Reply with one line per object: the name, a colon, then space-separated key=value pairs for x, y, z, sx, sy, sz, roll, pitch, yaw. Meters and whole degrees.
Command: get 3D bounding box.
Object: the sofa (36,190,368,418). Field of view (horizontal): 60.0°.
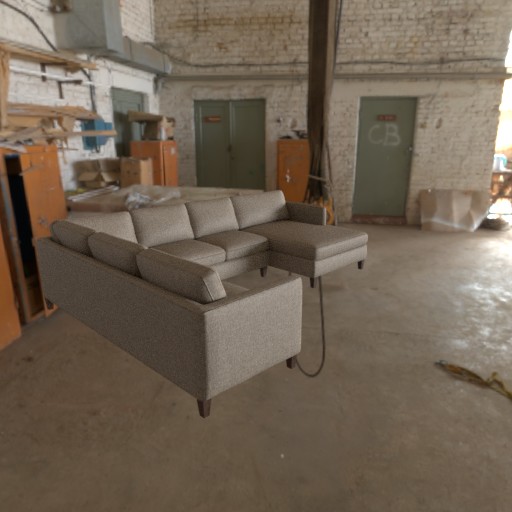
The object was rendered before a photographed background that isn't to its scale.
sofa: x=0.000 y=0.000 z=4.520 sx=2.551 sy=0.889 sz=3.403 roll=15 pitch=22 yaw=43
